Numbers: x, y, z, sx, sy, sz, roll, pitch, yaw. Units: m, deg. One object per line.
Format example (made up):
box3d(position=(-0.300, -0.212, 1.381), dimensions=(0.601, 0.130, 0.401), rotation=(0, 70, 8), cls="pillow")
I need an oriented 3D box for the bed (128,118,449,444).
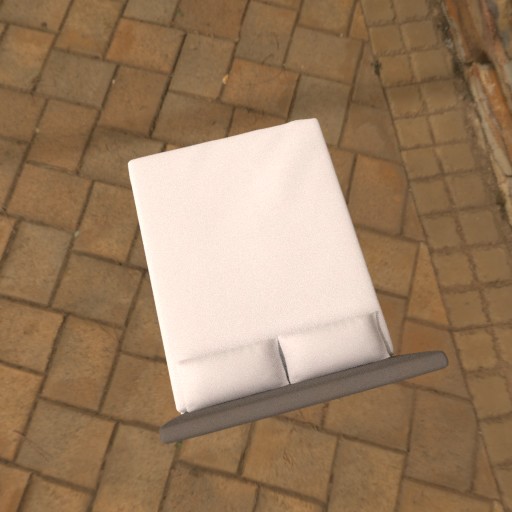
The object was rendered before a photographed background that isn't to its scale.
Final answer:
box3d(position=(0.000, 0.000, 3.293), dimensions=(1.723, 1.330, 2.142), rotation=(-14, 75, -4), cls="bed")
